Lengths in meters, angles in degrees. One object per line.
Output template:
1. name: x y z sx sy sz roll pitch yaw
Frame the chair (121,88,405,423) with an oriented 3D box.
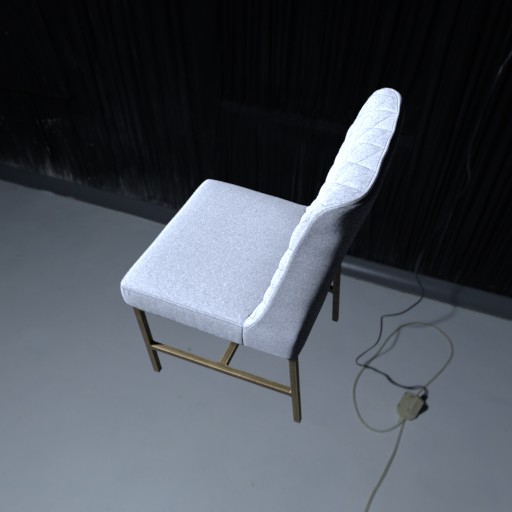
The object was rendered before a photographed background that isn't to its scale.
1. chair: 0.000 0.000 1.245 0.587 0.889 0.508 17 49 16
